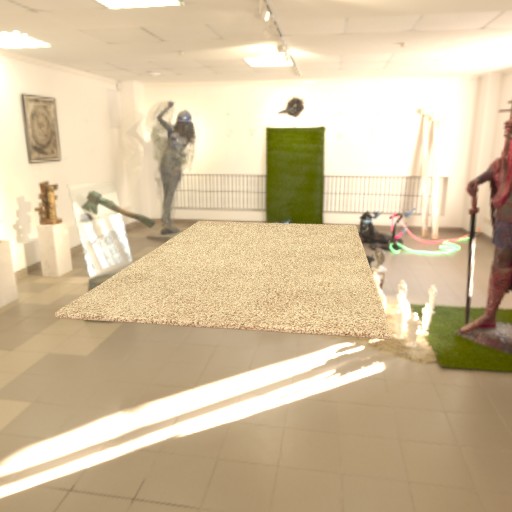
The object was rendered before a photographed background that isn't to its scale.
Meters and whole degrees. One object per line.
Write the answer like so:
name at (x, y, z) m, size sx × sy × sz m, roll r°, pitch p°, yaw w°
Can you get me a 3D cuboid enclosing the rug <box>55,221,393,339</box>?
rug at (0.000, 0.000, 3.104) m, size 1.524 × 0.030 × 2.438 m, roll 2°, pitch 15°, yaw 9°
